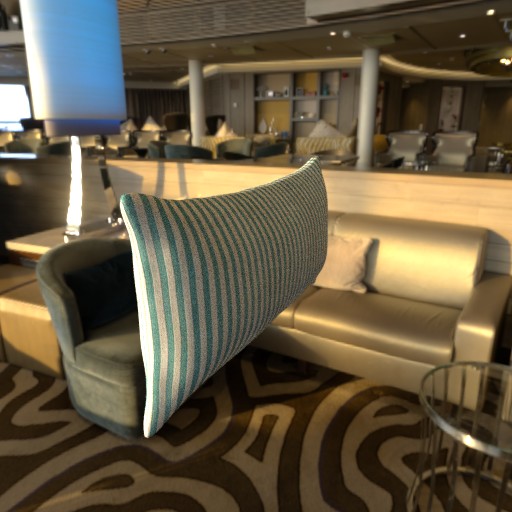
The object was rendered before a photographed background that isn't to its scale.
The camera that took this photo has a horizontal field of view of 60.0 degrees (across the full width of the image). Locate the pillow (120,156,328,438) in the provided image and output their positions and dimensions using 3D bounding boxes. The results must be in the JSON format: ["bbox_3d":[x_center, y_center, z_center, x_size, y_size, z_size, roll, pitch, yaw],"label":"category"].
[{"bbox_3d":[0.000,0.000,0.751,0.151,0.295,0.617,8,19,25],"label":"pillow"}]
